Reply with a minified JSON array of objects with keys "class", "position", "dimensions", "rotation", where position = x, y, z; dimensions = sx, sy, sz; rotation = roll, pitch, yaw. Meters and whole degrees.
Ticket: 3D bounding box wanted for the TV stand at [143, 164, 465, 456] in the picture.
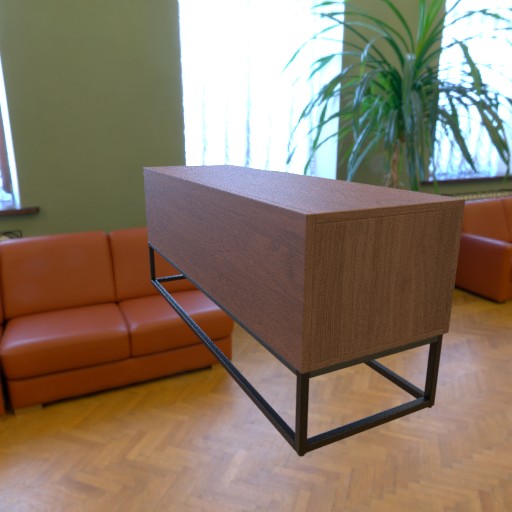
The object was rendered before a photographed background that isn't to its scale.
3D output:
[{"class":"TV stand","position":[0.000,0.000,1.436],"dimensions":[0.415,0.500,1.200],"rotation":[-8,17,-26]}]
